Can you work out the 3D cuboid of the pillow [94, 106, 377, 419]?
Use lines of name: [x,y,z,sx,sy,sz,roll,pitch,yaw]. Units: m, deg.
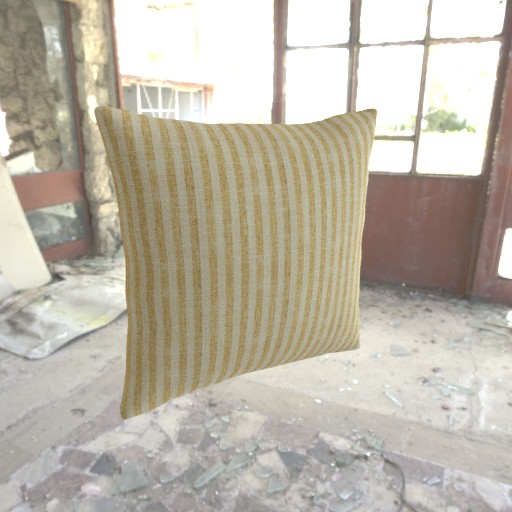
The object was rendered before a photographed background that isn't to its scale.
pillow: [0.000,0.000,0.638,0.419,0.407,0.173,-9,20,-27]
